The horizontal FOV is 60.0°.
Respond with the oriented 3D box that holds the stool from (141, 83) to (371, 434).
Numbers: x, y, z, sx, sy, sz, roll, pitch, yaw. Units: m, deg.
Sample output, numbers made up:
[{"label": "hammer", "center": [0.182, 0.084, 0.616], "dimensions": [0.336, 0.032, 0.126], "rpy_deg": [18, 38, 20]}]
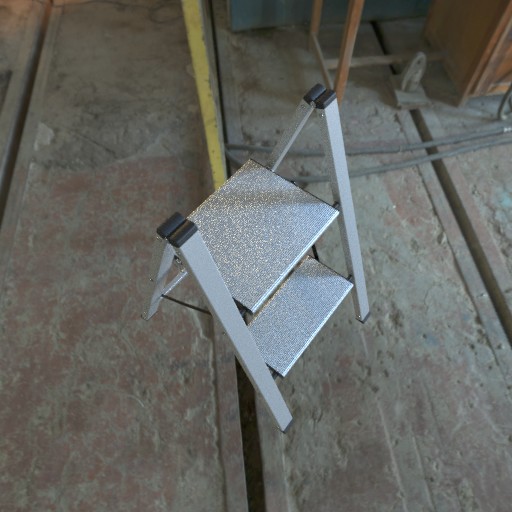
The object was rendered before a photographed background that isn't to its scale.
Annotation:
[{"label": "stool", "center": [0.000, 0.000, 1.035], "dimensions": [0.535, 0.670, 0.440], "rpy_deg": [34, 64, 19]}]
